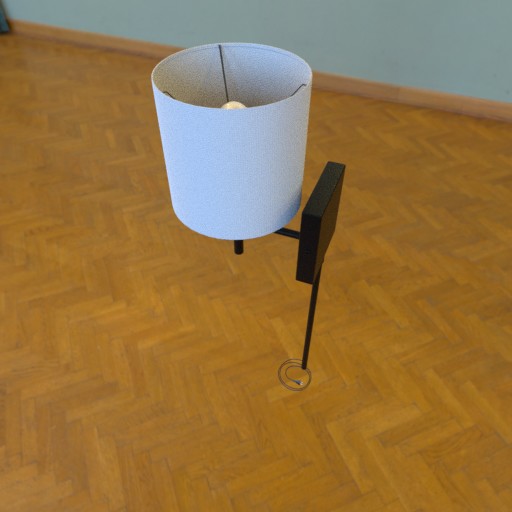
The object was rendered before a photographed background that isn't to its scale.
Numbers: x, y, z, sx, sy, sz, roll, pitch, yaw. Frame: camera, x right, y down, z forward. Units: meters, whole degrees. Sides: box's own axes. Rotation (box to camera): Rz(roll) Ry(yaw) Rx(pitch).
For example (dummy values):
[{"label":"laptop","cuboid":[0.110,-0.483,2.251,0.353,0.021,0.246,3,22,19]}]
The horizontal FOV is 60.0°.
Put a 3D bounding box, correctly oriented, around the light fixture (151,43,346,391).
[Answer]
[{"label":"light fixture","cuboid":[0.000,0.000,0.721,0.248,0.589,0.188,16,47,15]}]
